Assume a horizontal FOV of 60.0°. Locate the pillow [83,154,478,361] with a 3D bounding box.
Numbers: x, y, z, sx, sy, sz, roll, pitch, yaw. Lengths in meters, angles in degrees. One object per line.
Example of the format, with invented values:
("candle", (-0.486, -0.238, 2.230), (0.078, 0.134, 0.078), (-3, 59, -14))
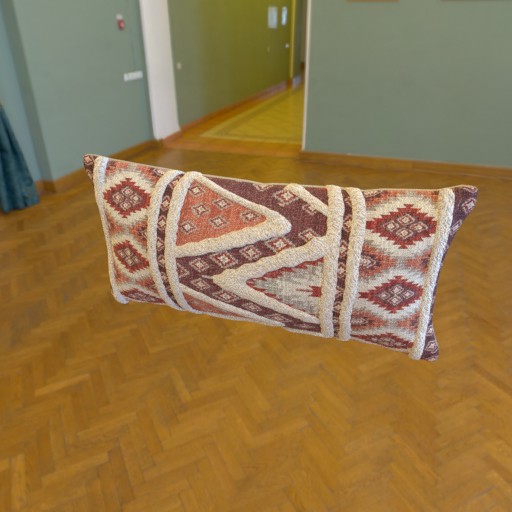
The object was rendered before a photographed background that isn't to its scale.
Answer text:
("pillow", (0.000, 0.000, 0.720), (0.608, 0.295, 0.161), (8, 29, 15))
